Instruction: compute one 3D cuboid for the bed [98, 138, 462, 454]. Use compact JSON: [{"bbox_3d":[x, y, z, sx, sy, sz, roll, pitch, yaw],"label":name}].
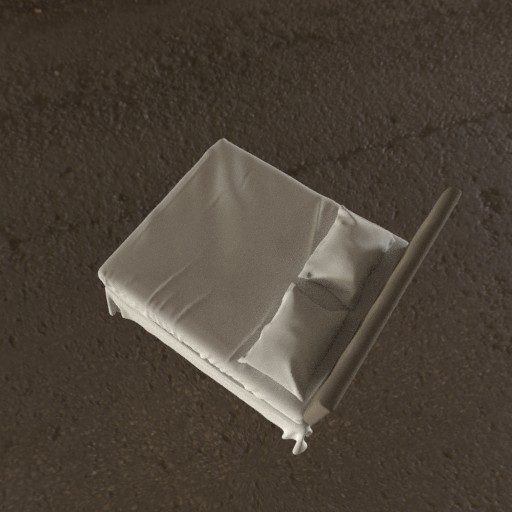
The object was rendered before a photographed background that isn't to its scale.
[{"bbox_3d":[0.000,0.000,3.458,2.222,1.577,1.936,32,69,14],"label":"bed"}]
